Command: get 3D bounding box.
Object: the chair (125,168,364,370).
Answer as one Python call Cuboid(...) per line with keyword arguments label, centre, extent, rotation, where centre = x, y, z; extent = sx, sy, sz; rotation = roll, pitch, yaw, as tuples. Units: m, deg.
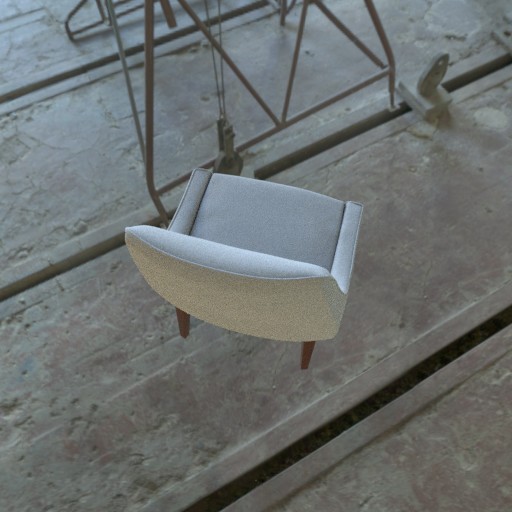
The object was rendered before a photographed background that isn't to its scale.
Cuboid(label="chair", centre=(0.000, 0.000, 1.211), extent=(0.529, 0.861, 0.544), rotation=(13, 64, 7))
